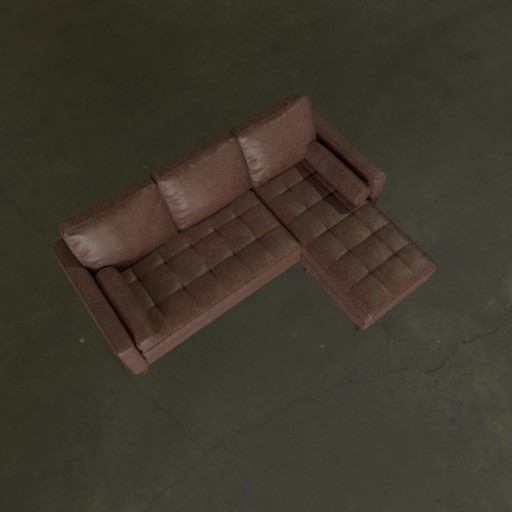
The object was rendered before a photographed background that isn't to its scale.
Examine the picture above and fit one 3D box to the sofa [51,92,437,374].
[{"bbox_3d":[0.000,0.000,3.026,2.185,0.841,1.613,-34,67,-16],"label":"sofa"}]
